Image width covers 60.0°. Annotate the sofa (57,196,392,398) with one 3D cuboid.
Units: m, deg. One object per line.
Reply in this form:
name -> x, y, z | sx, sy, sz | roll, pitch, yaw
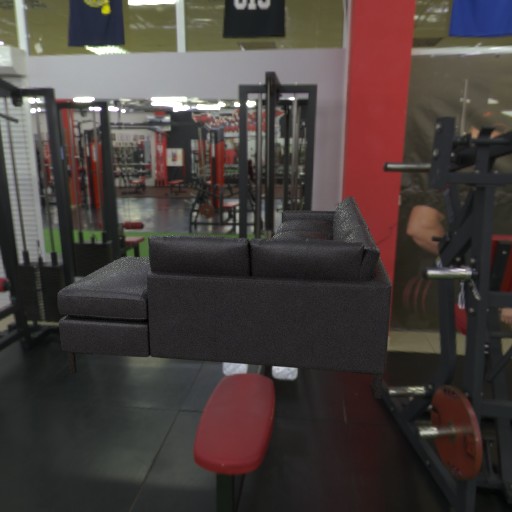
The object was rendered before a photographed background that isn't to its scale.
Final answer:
sofa -> 0.000, 0.000, 3.901 | 1.938, 0.877, 2.984 | 2, 14, 9
